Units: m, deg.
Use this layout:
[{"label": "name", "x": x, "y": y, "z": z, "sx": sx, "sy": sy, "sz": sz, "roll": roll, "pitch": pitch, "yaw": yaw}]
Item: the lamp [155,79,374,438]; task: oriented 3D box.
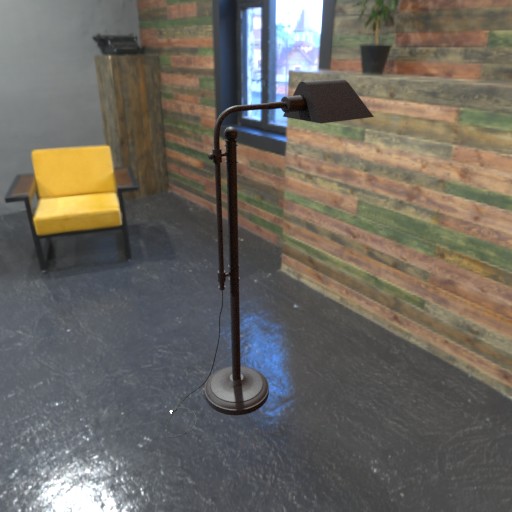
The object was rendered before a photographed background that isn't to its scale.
[{"label": "lamp", "x": 0.000, "y": 0.000, "z": 0.976, "sx": 0.545, "sy": 0.708, "sz": 0.159, "roll": -17, "pitch": 30, "yaw": -32}]
